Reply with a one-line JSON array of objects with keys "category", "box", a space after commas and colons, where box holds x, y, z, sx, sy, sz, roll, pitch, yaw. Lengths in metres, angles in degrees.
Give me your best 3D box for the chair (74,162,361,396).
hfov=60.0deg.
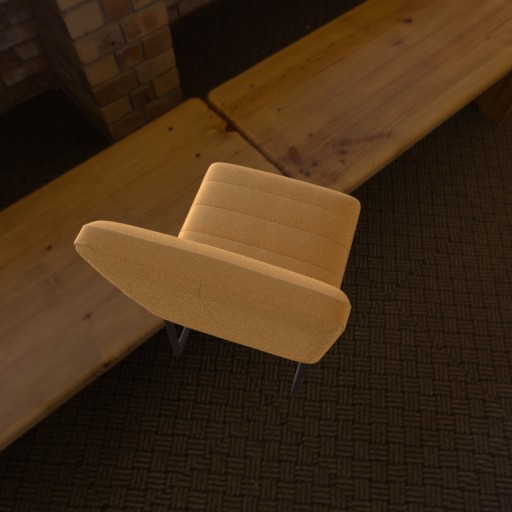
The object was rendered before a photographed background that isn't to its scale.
[{"category": "chair", "box": [0.000, 0.000, 1.294, 0.520, 0.930, 0.634, 16, 64, 8]}]
